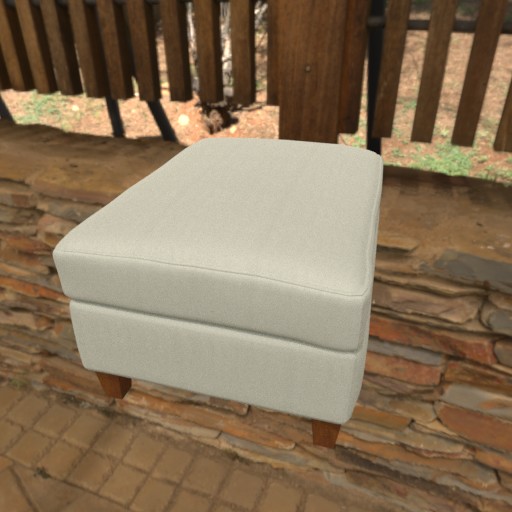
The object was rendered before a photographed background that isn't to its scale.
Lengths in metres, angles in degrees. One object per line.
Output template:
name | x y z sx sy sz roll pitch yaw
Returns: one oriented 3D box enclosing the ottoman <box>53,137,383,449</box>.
ottoman | 0.000 0.000 1.217 0.634 0.496 0.818 8 31 13
